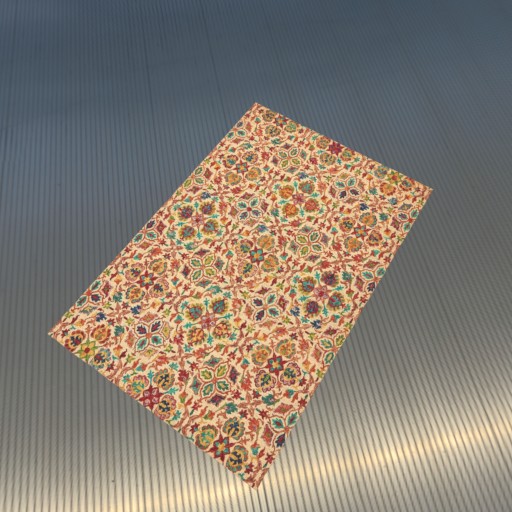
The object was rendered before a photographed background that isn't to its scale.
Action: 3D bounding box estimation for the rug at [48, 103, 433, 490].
[{"bbox_3d":[0.000,0.000,2.355,1.226,0.013,1.838,31,67,14],"label":"rug"}]
